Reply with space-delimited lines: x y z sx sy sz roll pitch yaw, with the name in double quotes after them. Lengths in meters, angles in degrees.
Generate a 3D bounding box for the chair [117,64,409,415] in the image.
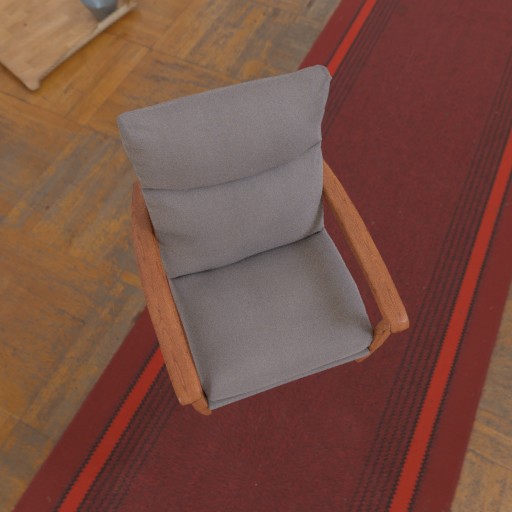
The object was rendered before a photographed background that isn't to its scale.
0.000 0.000 1.523 0.782 0.922 0.816 -17 64 -8 "chair"
